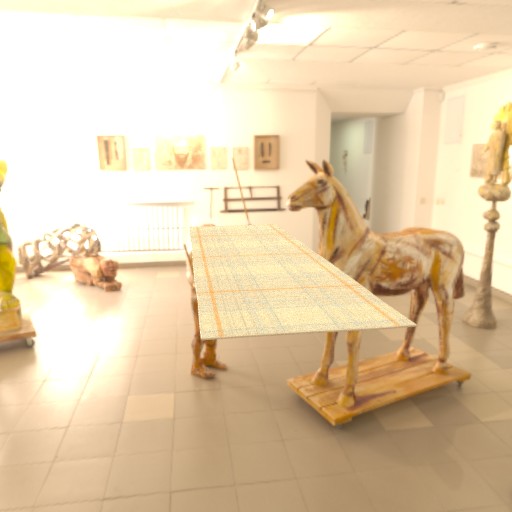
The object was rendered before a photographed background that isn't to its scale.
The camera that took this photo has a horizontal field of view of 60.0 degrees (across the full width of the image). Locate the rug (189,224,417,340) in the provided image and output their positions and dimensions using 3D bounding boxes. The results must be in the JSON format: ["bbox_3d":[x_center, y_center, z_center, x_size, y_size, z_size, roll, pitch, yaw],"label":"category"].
[{"bbox_3d":[0.000,0.000,2.699,0.770,0.016,2.442,-2,13,-9],"label":"rug"}]
